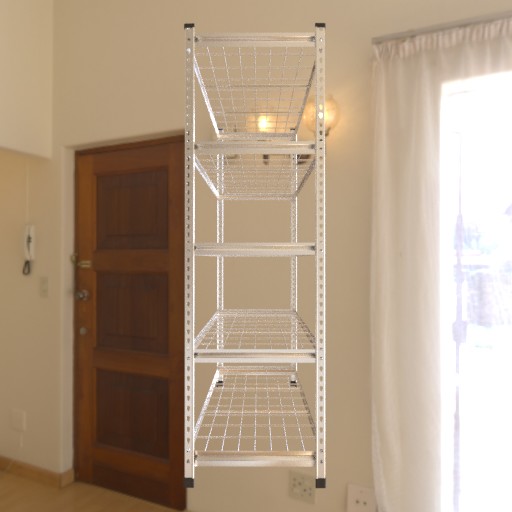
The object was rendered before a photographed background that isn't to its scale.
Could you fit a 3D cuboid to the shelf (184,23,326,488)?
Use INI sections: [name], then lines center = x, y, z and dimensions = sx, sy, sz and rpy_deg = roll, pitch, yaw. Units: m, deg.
[shelf]
center = 0.000, 0.000, 2.649
dimensions = 0.610, 1.981, 1.524
rpy_deg = 0, 0, 0
